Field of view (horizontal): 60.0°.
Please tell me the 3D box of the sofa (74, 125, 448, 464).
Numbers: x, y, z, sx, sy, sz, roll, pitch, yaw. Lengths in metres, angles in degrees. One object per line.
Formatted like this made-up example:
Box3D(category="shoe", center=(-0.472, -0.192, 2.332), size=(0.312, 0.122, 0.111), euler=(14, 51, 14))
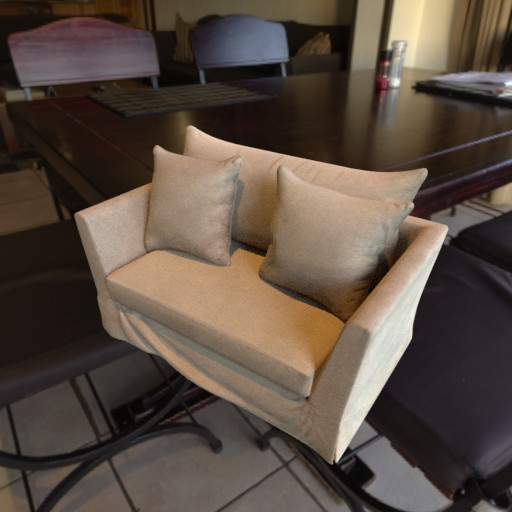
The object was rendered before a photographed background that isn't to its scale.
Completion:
Box3D(category="sofa", center=(0.000, 0.000, 2.305), size=(1.608, 1.040, 1.035), euler=(20, 36, 30))
